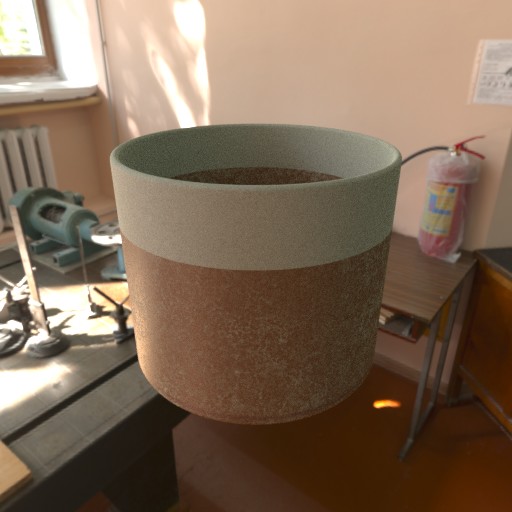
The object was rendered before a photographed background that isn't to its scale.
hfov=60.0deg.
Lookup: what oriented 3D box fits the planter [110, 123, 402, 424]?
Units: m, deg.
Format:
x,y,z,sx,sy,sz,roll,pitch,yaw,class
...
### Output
x,y,z,sx,sy,sz,roll,pitch,yaw,class
0.000,0.000,0.280,0.159,0.138,0.159,0,26,0,planter
